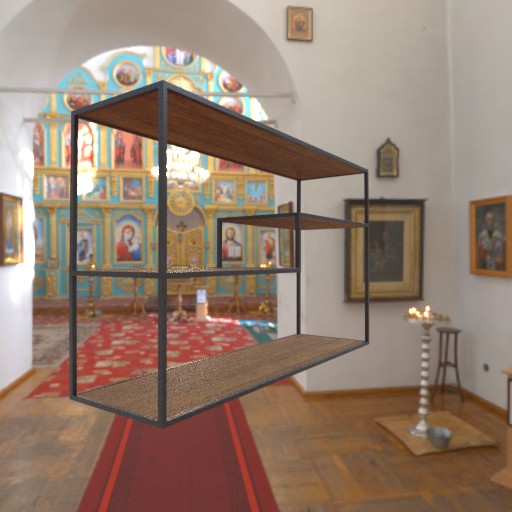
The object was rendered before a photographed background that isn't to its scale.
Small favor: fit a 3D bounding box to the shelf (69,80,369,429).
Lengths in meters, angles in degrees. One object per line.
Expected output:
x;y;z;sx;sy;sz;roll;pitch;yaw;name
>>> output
0.000;0.000;1.560;0.361;0.765;1.201;0;-1;36;shelf
